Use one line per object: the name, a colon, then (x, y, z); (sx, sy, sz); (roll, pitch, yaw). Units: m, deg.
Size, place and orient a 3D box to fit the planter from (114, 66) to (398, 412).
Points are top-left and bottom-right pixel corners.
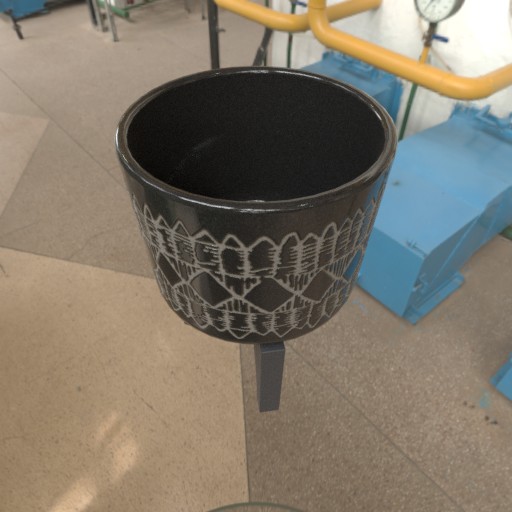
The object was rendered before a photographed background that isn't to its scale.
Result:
planter: (0.000, 0.000, 0.268); (0.129, 0.177, 0.129); (0, 45, 0)
